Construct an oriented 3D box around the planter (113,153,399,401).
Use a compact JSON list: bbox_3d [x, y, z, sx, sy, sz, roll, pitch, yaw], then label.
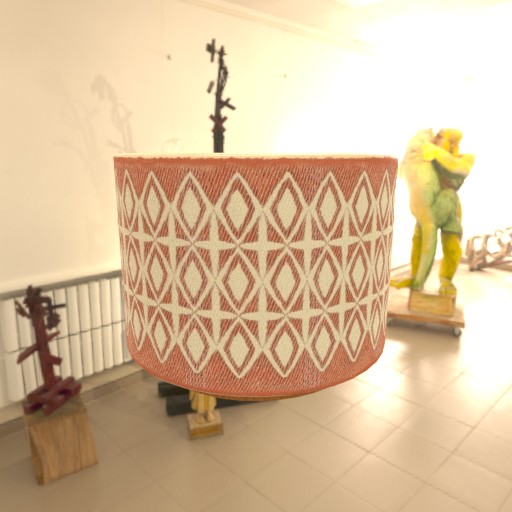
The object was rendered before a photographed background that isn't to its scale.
[{"bbox_3d":[0.000,0.000,0.329,0.192,0.148,0.192,0,13,0],"label":"planter"}]
